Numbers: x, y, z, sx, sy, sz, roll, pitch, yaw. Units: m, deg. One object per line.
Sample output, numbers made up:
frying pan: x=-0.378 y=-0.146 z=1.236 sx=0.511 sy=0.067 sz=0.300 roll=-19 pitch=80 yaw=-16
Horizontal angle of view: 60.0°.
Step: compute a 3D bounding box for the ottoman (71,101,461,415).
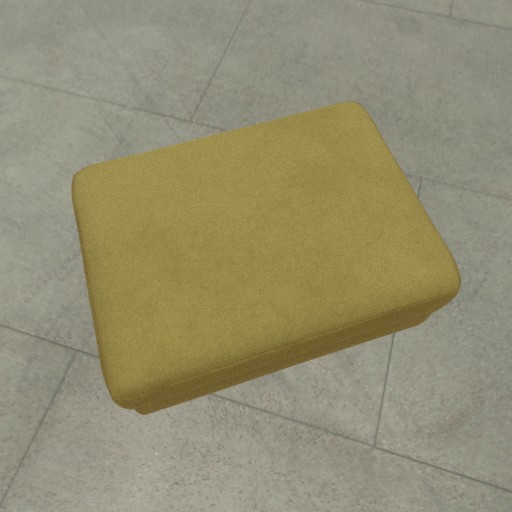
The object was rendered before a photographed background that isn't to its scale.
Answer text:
ottoman: x=0.000 y=0.000 z=1.172 sx=0.811 sy=0.449 sz=0.608 roll=-16 pitch=64 yaw=-8
